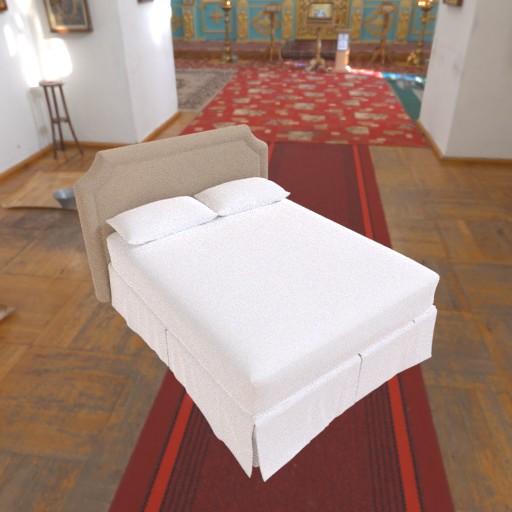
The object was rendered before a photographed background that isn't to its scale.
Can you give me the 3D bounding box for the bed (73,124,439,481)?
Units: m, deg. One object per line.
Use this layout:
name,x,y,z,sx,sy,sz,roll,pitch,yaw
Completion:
bed,0.000,0.000,3.263,1.828,1.301,2.204,-21,37,-31
